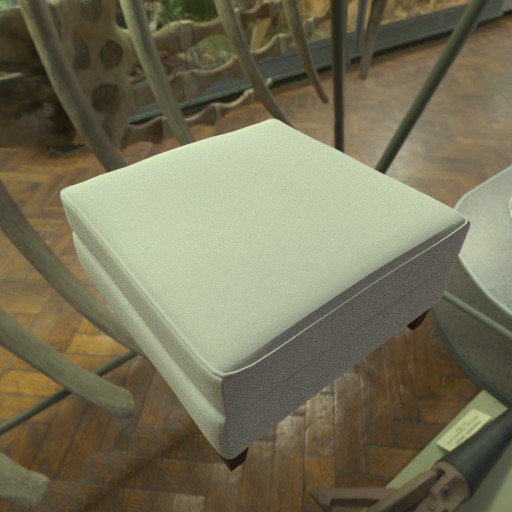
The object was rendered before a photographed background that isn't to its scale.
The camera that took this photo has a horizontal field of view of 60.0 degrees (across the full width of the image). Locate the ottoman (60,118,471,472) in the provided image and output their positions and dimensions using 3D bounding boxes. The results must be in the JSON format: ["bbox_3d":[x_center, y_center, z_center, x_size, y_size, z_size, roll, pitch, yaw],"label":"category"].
[{"bbox_3d":[0.000,0.000,1.338,0.838,0.479,0.838,-27,47,-28],"label":"ottoman"}]
